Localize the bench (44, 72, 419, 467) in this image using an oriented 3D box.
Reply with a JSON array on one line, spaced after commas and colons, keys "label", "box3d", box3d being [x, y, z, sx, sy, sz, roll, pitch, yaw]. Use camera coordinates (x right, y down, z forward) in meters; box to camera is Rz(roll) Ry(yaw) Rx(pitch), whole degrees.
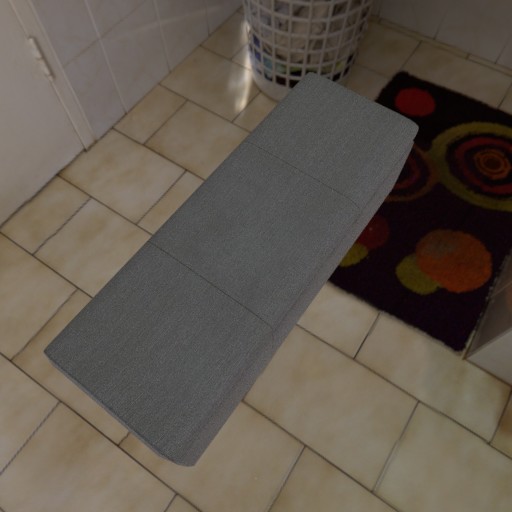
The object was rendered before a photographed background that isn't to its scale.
[{"label": "bench", "box3d": [0.000, 0.000, 1.464, 0.446, 0.438, 1.269, 33, 68, 15]}]
